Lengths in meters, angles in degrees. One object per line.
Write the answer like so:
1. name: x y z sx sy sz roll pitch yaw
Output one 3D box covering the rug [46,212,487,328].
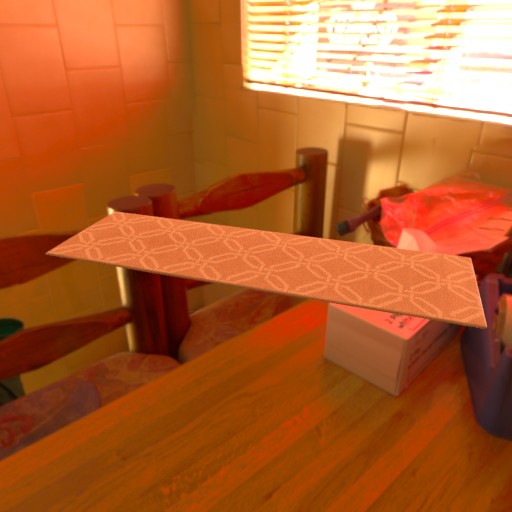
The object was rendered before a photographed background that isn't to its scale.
1. rug: 0.000 0.000 2.473 2.276 0.014 0.678 8 28 16
